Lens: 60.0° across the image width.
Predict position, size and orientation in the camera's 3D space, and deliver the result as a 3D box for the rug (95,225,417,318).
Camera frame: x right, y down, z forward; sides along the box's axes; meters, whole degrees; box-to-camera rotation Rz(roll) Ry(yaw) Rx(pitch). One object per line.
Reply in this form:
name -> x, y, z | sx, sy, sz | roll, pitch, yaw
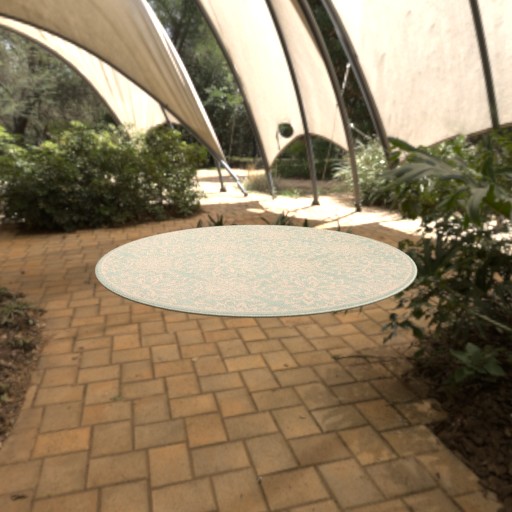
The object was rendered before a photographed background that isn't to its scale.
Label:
rug -> 0.000, 0.000, 2.320 | 1.593, 0.012, 1.593 | 0, 16, 0
